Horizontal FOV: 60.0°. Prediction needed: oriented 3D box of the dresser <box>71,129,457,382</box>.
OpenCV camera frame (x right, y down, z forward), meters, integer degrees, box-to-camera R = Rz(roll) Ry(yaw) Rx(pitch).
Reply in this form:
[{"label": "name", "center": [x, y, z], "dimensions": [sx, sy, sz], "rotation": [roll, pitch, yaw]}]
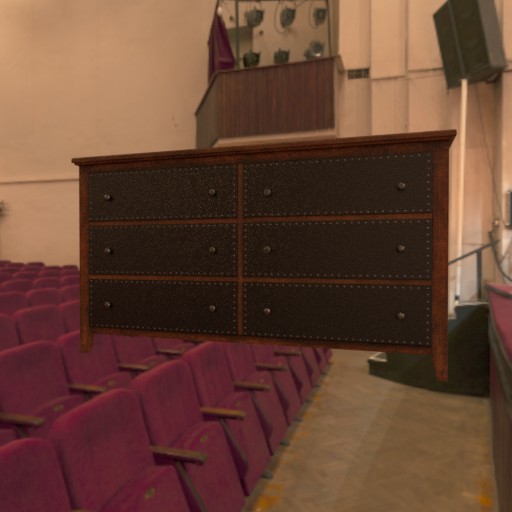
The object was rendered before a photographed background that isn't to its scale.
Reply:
[{"label": "dresser", "center": [0.000, 0.000, 1.932], "dimensions": [1.551, 0.856, 0.463], "rotation": [0, 0, 17]}]
